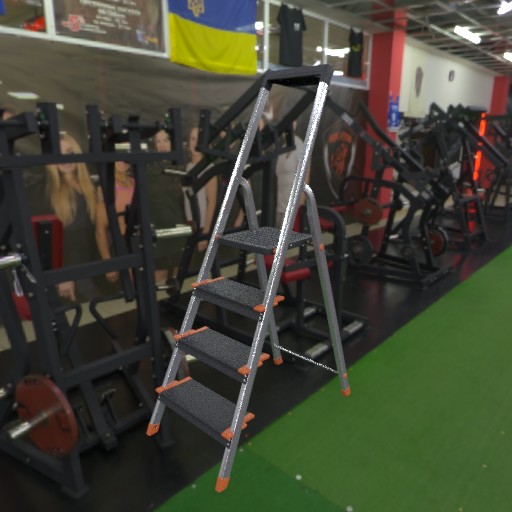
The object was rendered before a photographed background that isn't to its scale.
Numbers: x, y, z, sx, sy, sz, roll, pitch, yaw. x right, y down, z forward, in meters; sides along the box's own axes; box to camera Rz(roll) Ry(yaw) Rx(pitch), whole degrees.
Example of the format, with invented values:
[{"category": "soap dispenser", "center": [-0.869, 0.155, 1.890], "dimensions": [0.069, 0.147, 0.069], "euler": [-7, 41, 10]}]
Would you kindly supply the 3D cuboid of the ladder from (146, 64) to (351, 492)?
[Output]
[{"category": "ladder", "center": [0.000, 0.000, 1.762], "dimensions": [0.452, 1.429, 0.834], "euler": [14, 21, 42]}]
